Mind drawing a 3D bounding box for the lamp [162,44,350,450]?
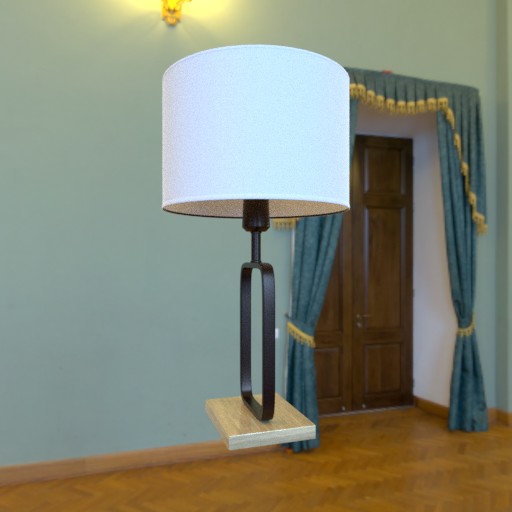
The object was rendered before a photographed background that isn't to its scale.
[{"bbox_3d":[0.000,0.000,0.672,0.279,0.508,0.279,0,0,-18],"label":"lamp"}]
